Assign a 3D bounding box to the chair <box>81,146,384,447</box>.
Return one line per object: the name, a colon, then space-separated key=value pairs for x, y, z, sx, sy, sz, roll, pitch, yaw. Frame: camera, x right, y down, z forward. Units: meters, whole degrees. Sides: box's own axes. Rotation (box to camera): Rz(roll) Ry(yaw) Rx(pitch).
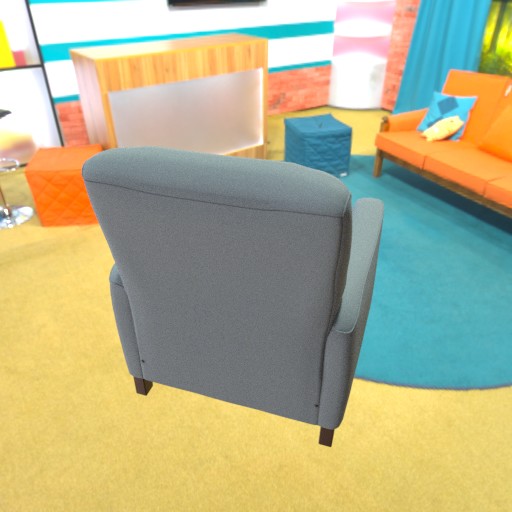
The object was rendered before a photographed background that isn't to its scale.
chair: x=0.000 y=0.000 z=1.611 sx=0.853 sy=1.007 sz=0.846 roll=10 pitch=35 yaw=15
